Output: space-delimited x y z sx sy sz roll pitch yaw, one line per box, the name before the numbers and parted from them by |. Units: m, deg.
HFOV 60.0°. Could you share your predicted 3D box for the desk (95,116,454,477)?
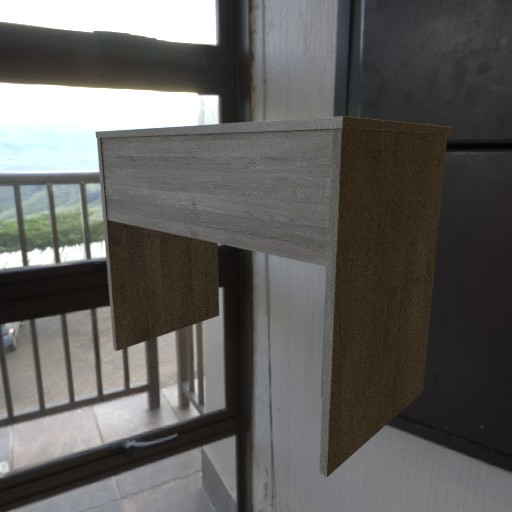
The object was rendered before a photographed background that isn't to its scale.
desk | 0.000 0.000 1.319 0.893 0.724 0.498 13 18 42
